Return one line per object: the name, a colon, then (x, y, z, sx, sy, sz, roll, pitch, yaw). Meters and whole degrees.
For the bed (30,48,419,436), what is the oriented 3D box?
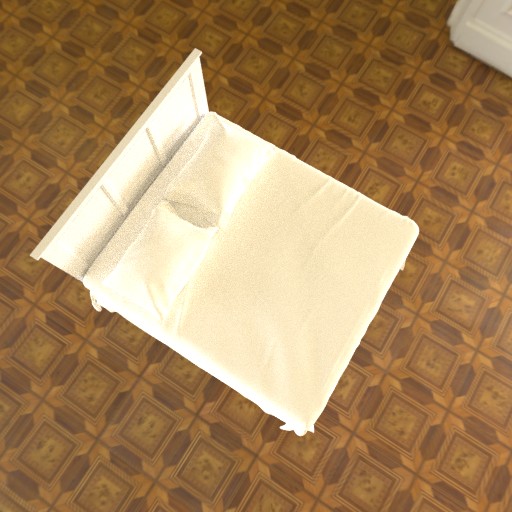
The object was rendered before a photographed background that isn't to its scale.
bed: (0.000, 0.000, 3.140, 2.047, 1.269, 1.876, 31, 76, 8)
